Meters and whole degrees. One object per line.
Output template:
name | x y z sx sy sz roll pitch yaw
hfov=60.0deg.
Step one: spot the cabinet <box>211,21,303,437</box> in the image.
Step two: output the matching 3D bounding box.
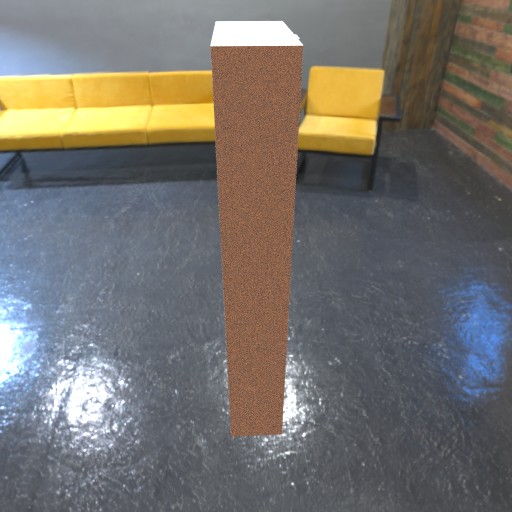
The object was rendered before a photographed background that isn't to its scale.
cabinet | 0.000 0.000 1.791 0.255 1.630 0.520 -2 34 -2
